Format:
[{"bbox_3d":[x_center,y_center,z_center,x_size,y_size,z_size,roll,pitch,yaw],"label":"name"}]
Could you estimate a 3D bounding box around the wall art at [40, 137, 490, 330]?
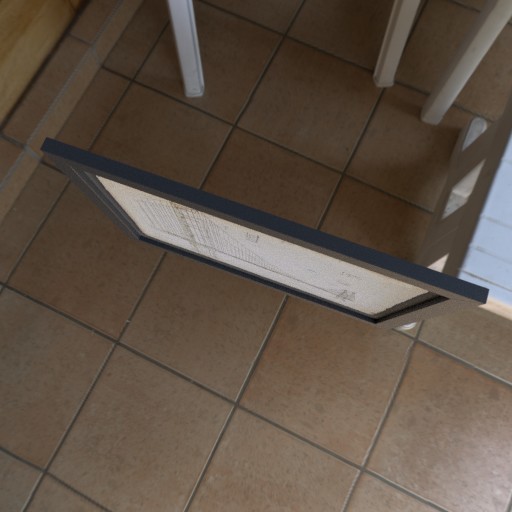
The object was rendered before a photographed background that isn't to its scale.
[{"bbox_3d":[0.000,0.000,0.554,0.432,0.306,0.016,19,77,5],"label":"wall art"}]
